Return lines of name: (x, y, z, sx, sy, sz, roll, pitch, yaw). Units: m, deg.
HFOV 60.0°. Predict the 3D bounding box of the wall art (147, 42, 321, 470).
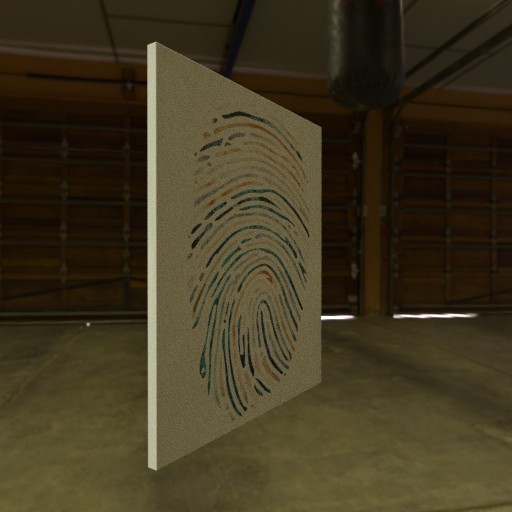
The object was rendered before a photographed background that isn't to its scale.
wall art: (0.000, 0.000, 0.989, 0.021, 0.710, 0.609, 0, 0, 35)
